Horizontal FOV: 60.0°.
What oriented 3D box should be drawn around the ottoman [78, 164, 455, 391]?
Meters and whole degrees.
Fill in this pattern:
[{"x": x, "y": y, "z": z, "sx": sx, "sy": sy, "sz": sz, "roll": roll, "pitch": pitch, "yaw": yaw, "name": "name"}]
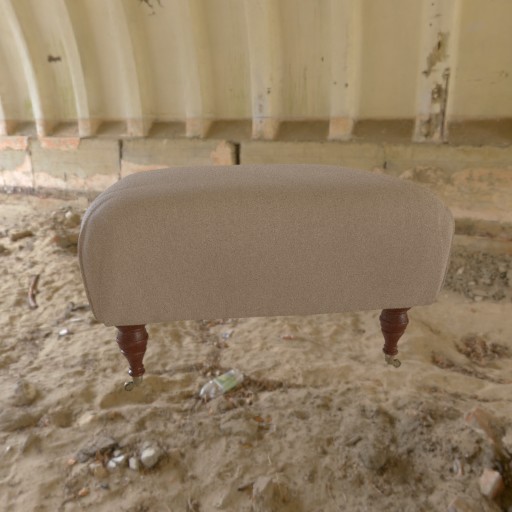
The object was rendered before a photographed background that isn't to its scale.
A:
[{"x": 0.000, "y": 0.000, "z": 1.123, "sx": 0.746, "sy": 0.450, "sz": 0.622, "roll": -3, "pitch": 16, "yaw": -9, "name": "ottoman"}]
